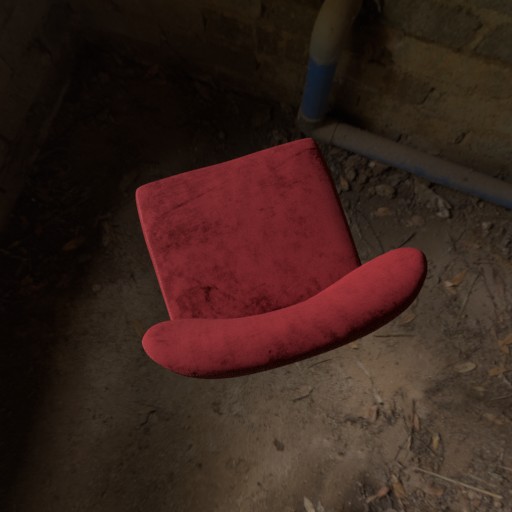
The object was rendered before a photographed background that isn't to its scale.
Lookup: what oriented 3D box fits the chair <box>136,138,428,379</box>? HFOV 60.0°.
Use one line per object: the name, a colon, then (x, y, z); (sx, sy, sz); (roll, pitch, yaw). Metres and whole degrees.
chair: (0.000, 0.000, 1.149); (0.530, 0.824, 0.560); (-17, 77, -4)
